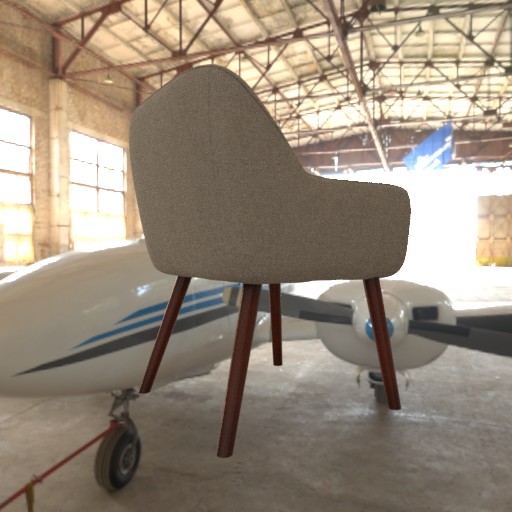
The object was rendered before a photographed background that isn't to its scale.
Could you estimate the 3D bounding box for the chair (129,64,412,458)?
[{"bbox_3d":[0.000,0.000,1.248,0.610,0.813,0.610,-1,1,-34],"label":"chair"}]
